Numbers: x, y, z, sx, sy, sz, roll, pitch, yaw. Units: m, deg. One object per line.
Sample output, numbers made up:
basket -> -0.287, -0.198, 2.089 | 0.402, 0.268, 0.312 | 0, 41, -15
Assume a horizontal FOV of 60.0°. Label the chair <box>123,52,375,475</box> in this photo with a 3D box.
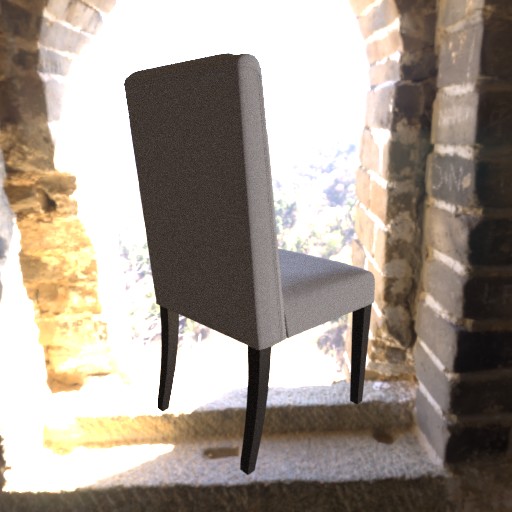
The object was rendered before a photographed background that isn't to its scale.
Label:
chair -> 0.000, 0.000, 1.255 | 0.474, 0.961, 0.523 | 14, 20, 43
